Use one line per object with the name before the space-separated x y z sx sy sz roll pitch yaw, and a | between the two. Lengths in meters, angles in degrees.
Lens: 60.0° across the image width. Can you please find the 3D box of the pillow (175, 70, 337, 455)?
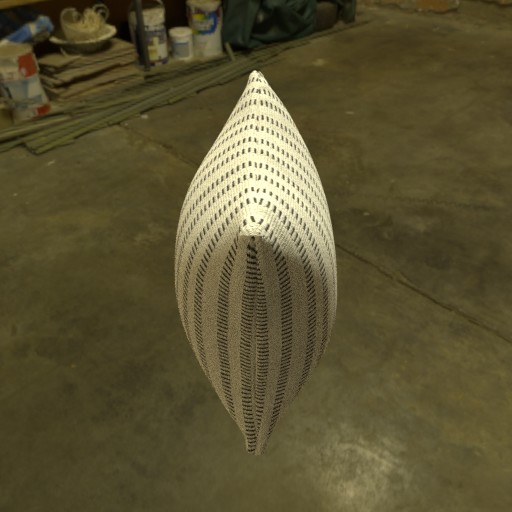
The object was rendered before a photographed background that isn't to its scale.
pillow | 0.000 0.000 0.684 0.247 0.419 0.438 0 41 0
